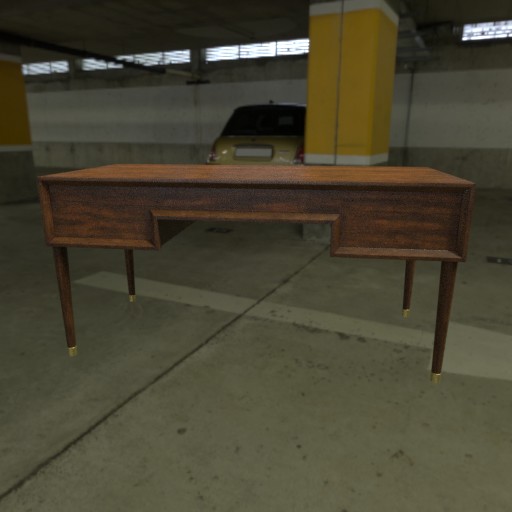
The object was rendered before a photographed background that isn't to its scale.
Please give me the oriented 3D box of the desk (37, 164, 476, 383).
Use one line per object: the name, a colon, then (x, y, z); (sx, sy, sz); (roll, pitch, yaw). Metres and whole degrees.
desk: (0.000, 0.000, 2.020); (1.575, 0.762, 0.724); (2, 16, 8)
